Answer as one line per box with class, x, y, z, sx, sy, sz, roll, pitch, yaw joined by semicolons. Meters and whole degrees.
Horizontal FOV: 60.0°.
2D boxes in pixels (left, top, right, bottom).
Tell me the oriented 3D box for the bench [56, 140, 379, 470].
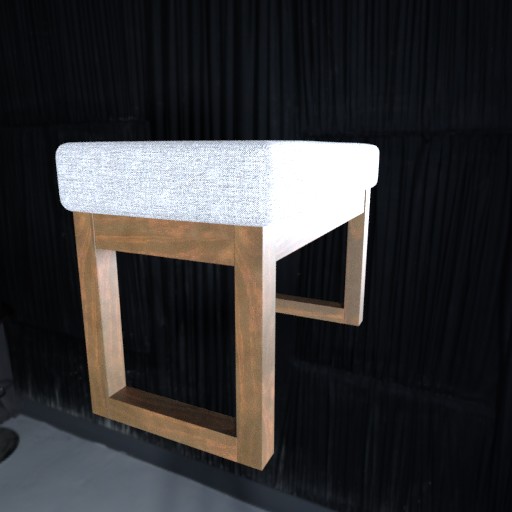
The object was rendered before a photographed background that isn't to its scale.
bench;0.000;0.000;0.941;0.366;0.467;0.681;7;15;25
